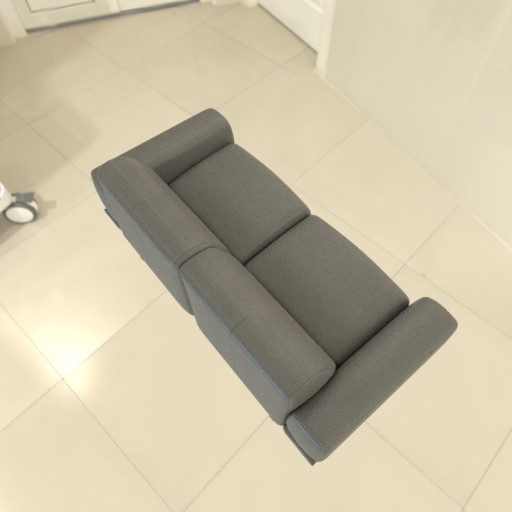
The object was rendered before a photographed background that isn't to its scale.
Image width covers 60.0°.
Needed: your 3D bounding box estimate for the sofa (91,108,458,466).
[{"bbox_3d":[0.000,0.000,2.366,0.900,0.772,1.901,-35,65,-20],"label":"sofa"}]
